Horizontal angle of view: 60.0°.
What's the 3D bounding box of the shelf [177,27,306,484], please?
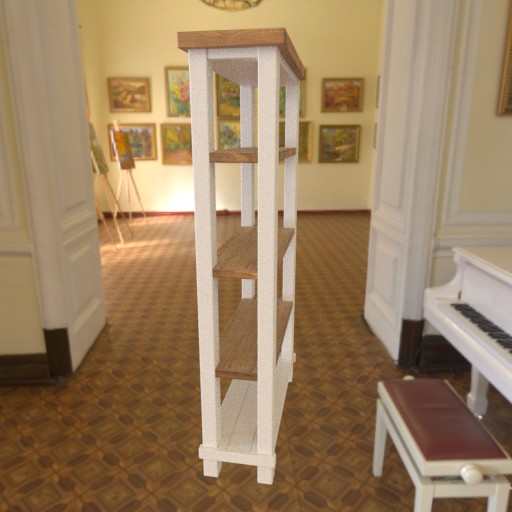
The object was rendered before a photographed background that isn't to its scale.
[{"bbox_3d":[0.000,0.000,2.249,0.381,1.878,1.022,3,15,10],"label":"shelf"}]
